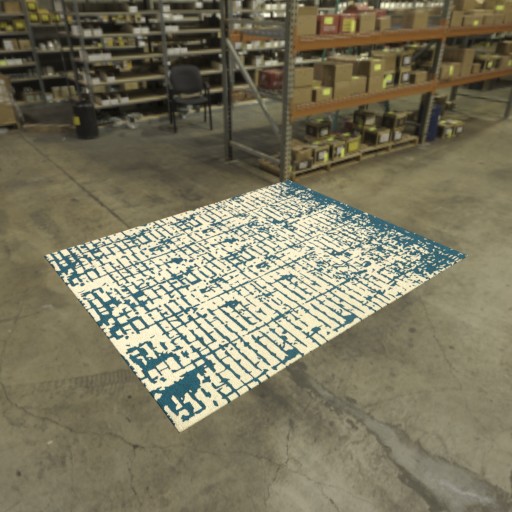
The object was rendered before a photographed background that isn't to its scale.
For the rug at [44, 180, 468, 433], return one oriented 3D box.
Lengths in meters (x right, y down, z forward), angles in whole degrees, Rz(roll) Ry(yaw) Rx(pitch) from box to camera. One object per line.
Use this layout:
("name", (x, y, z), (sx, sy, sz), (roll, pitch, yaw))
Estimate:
("rug", (0.000, 0.000, 4.038), (3.017, 0.014, 2.416), (-22, 37, -33))
